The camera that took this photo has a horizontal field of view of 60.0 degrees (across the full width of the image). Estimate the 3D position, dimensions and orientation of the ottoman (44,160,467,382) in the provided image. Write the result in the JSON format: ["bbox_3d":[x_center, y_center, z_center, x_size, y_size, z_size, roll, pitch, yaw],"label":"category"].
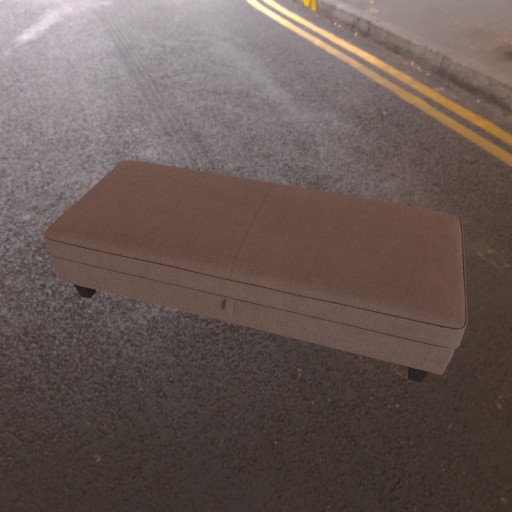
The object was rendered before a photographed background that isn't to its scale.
[{"bbox_3d":[0.000,0.000,2.071,1.764,0.470,0.751,12,43,13],"label":"ottoman"}]
